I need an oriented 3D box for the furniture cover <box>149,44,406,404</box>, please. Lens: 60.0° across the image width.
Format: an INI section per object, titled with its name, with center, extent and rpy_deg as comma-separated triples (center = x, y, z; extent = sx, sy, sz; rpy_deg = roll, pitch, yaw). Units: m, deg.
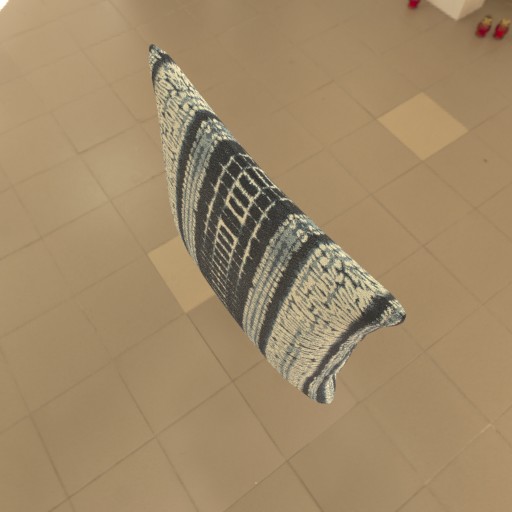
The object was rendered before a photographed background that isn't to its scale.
[furniture cover]
center = 0.000, 0.000, 0.639
extent = 0.133, 0.435, 0.425
rpy_deg = -33, 68, -16
